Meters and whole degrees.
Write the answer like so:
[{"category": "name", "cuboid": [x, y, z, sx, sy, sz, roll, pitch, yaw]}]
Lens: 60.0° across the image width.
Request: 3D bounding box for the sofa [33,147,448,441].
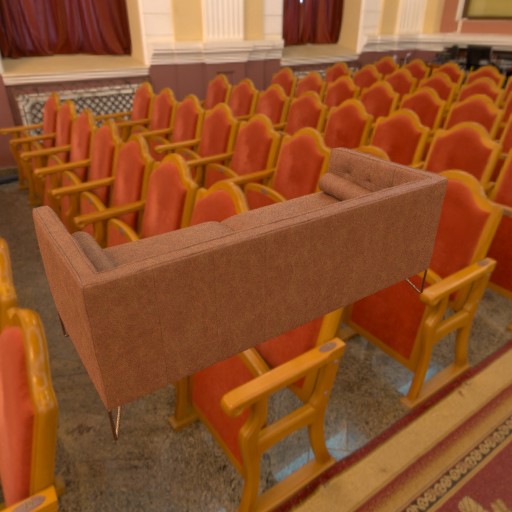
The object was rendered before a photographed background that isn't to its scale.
[{"category": "sofa", "cuboid": [0.000, 0.000, 2.519, 2.079, 0.798, 0.912, -18, 33, -30]}]
